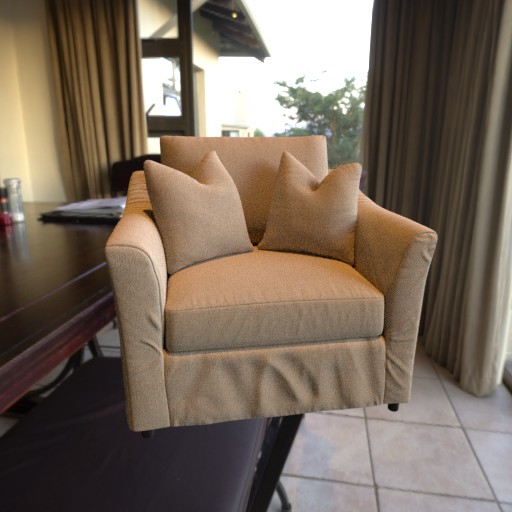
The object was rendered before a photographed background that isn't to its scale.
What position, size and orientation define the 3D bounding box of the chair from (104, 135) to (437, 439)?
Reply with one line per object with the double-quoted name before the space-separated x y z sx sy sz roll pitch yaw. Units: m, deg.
"chair" 0.000 0.000 2.072 1.194 1.093 1.071 -3 15 -9
